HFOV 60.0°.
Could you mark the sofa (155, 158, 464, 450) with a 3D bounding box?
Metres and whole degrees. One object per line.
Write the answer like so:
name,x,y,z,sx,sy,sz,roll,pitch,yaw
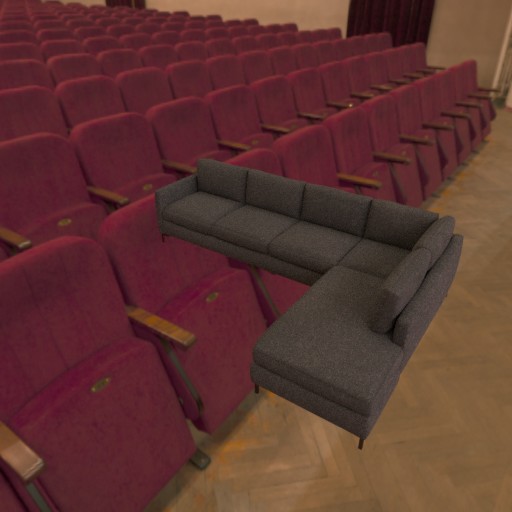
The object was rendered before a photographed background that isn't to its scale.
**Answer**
sofa,0.000,0.000,3.833,2.949,0.815,2.007,19,35,30
